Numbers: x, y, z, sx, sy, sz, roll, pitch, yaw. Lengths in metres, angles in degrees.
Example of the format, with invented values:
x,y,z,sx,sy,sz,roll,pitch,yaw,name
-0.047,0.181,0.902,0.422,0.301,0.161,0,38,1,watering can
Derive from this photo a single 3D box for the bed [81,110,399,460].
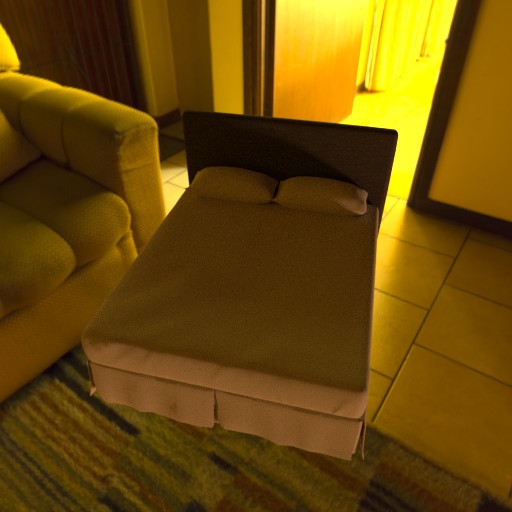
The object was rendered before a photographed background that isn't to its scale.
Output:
x,y,z,sx,sy,sz,roll,pitch,yaw,name
0.000,0.000,3.300,1.884,1.330,2.142,9,39,11,bed
